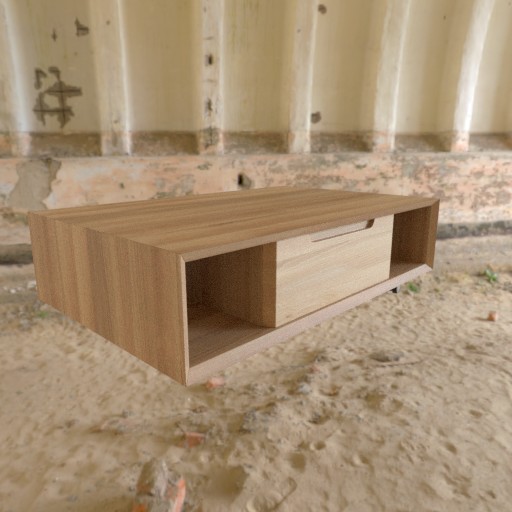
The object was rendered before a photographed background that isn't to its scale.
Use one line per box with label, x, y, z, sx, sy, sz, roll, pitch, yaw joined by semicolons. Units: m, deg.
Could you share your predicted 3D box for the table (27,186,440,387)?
table;0.000;0.000;1.416;0.700;0.330;1.100;13;19;42
